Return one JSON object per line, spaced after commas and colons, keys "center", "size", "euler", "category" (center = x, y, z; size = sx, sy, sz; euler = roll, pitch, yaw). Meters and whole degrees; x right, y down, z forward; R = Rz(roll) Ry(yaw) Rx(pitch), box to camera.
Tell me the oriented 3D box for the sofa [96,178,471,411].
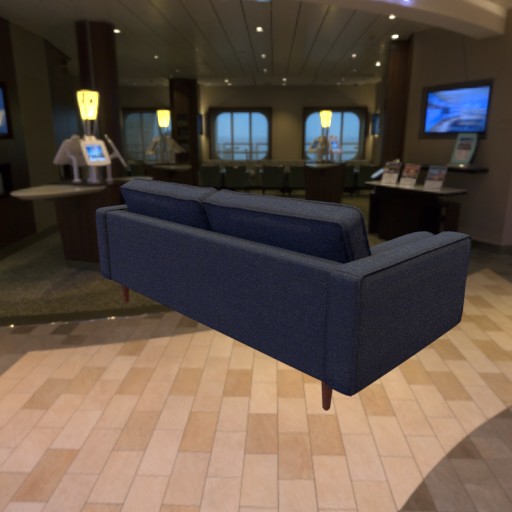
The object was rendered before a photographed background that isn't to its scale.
{"center": [0.000, 0.000, 2.367], "size": [0.914, 0.762, 1.880], "euler": [-14, 21, -42], "category": "sofa"}
